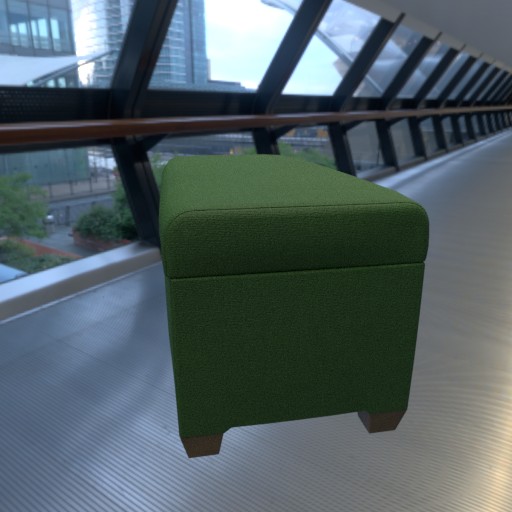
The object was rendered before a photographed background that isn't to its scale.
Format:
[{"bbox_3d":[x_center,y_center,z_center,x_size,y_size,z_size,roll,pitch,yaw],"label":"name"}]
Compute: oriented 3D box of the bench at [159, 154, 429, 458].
[{"bbox_3d":[0.000,0.000,1.250,0.505,0.501,0.989,-3,18,-10],"label":"bench"}]
